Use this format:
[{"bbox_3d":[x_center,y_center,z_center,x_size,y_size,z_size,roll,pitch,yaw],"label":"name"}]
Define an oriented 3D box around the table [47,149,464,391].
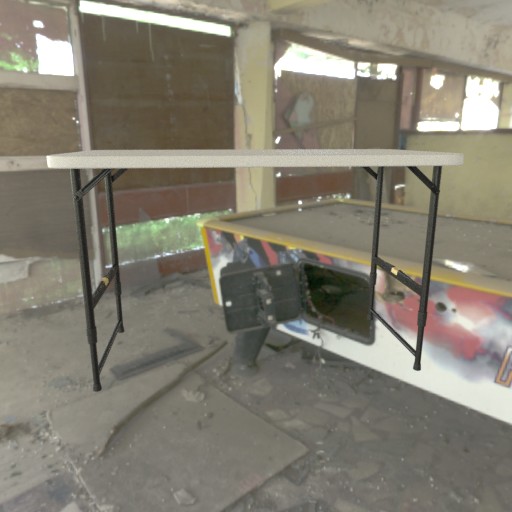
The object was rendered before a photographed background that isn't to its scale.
[{"bbox_3d":[0.000,0.000,1.607,1.219,0.737,0.610,-2,15,-7],"label":"table"}]
